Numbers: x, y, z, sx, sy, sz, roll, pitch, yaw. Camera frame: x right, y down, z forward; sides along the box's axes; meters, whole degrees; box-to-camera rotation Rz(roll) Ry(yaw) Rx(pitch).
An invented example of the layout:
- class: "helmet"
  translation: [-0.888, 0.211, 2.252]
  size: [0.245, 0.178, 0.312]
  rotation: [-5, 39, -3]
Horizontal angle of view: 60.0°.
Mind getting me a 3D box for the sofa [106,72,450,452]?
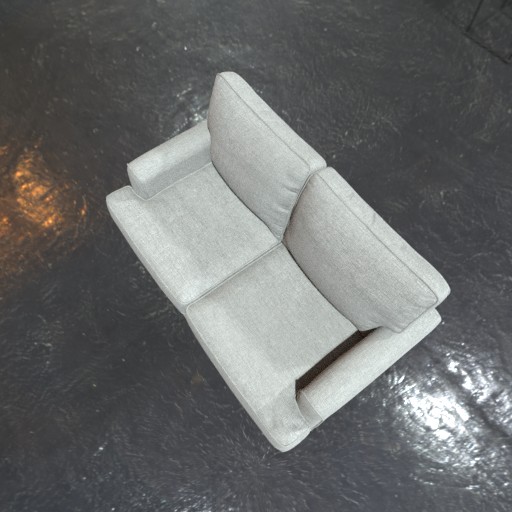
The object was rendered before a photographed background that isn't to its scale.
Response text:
- class: "sofa"
  translation: [0.000, 0.000, 2.282]
  size: [0.965, 0.965, 1.651]
  rotation: [-34, 69, -15]
